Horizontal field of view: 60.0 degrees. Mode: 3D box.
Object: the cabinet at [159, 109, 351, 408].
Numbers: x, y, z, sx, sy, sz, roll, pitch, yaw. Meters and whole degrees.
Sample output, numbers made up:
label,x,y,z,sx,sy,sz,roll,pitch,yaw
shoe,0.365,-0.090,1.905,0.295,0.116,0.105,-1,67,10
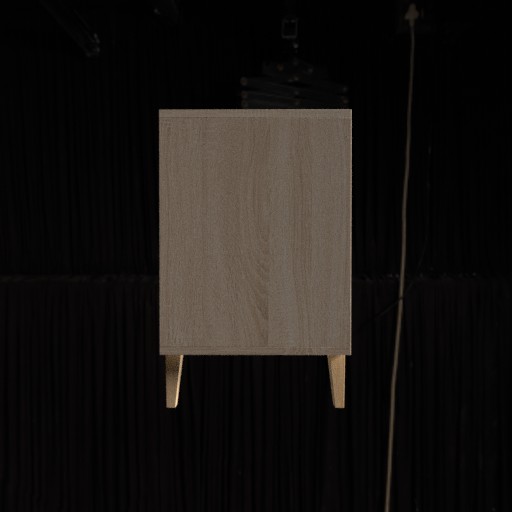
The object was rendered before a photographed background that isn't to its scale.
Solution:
label,x,y,z,sx,sy,sz,roll,pitch,yaw
cabinet,0.000,0.000,1.980,0.500,0.780,1.649,0,1,0
